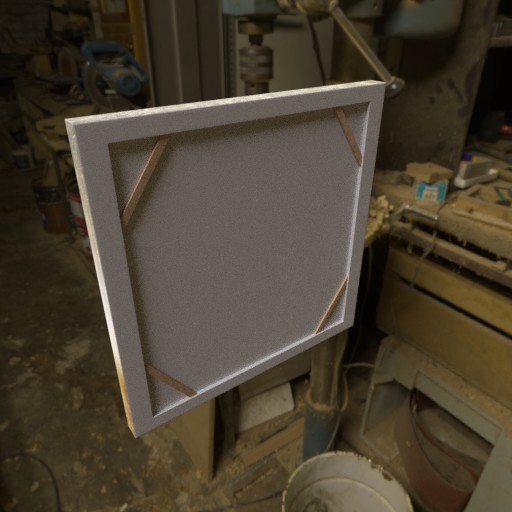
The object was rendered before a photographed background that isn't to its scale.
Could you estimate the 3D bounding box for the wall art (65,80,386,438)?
[{"bbox_3d":[0.000,0.000,0.891,0.610,0.610,0.038,-19,35,-30],"label":"wall art"}]
